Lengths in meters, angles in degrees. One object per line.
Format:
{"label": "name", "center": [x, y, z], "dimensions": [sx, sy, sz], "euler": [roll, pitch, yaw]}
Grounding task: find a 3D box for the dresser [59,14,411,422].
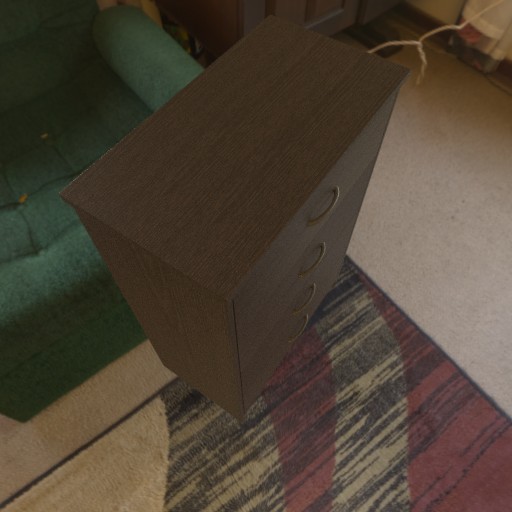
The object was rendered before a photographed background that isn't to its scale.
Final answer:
{"label": "dresser", "center": [0.000, 0.000, 1.344], "dimensions": [0.399, 1.020, 0.704], "euler": [30, 63, 17]}
